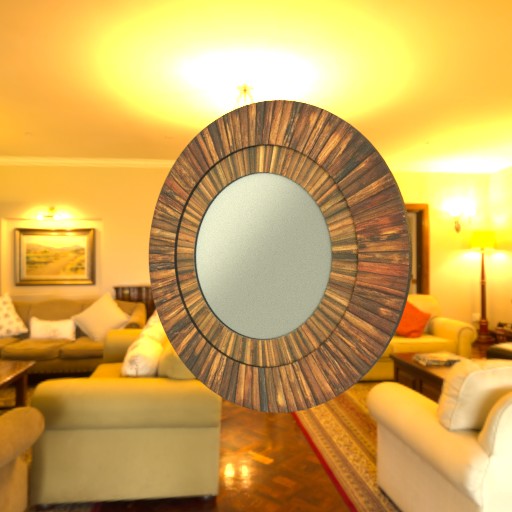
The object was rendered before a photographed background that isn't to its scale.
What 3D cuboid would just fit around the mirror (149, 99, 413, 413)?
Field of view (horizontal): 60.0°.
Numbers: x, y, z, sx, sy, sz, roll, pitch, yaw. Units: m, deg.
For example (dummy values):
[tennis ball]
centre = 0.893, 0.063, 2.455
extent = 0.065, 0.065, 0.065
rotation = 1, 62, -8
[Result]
[mirror]
centre = 0.000, 0.000, 1.569
extent = 1.077, 1.077, 0.036
rotation = 0, 0, 35
